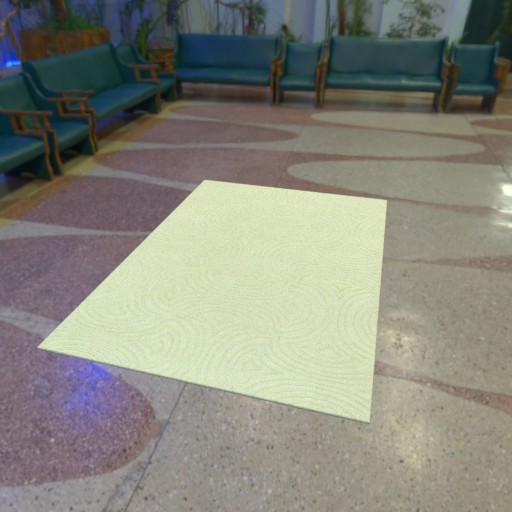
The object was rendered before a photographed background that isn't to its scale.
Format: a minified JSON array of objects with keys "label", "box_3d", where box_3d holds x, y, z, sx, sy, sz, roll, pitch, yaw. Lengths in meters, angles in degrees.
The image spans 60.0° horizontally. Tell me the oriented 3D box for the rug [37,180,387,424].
[{"label":"rug","box_3d":[0.000,0.000,2.768,1.526,0.015,2.132,9,33,13]}]
